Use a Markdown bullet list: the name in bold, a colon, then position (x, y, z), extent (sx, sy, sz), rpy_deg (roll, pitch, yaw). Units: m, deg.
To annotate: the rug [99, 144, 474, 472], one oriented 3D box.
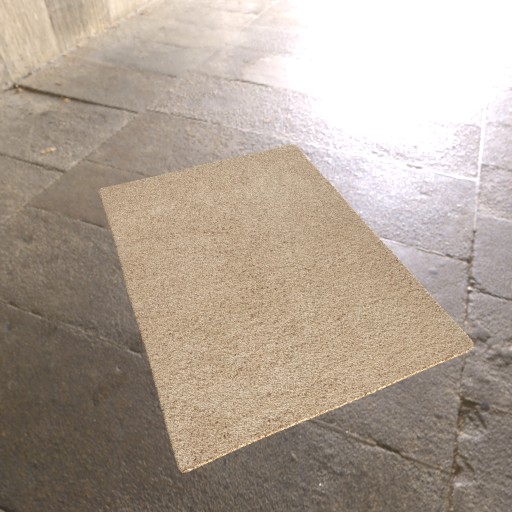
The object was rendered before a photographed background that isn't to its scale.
- **rug**: position (0.000, 0.000, 2.086), extent (1.199, 0.025, 1.600), rpy_deg (-17, 48, -16)
